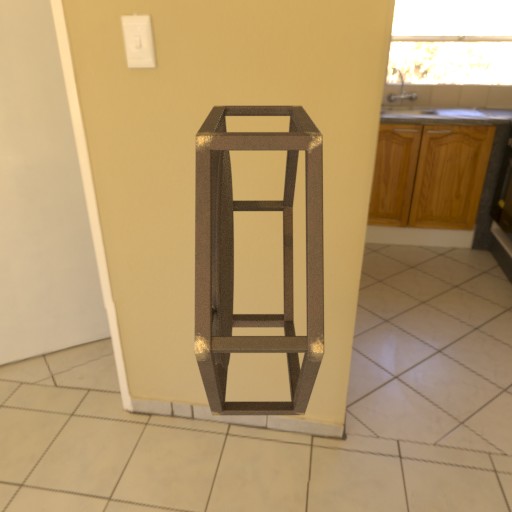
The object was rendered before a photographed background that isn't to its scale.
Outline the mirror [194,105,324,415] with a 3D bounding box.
[{"bbox_3d":[0.000,0.000,0.553,0.119,0.334,0.380,0,26,0],"label":"mirror"}]
